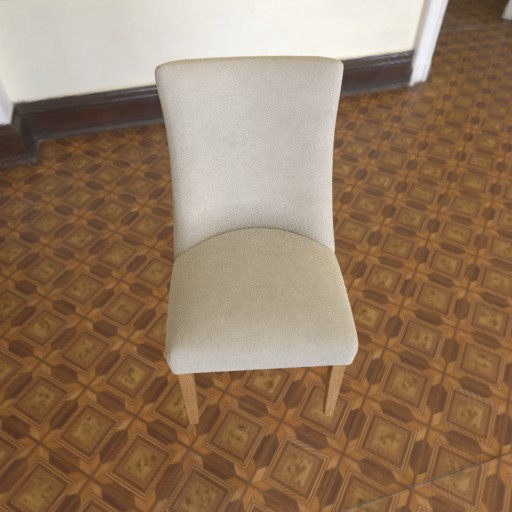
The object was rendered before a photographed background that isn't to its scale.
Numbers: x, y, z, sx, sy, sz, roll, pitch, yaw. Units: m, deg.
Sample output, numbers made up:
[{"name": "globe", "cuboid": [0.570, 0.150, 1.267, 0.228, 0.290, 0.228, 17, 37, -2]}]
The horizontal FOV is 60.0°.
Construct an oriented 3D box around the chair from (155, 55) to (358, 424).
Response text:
[{"name": "chair", "cuboid": [0.000, 0.000, 1.267, 0.495, 0.902, 0.610, -3, 47, -2]}]
